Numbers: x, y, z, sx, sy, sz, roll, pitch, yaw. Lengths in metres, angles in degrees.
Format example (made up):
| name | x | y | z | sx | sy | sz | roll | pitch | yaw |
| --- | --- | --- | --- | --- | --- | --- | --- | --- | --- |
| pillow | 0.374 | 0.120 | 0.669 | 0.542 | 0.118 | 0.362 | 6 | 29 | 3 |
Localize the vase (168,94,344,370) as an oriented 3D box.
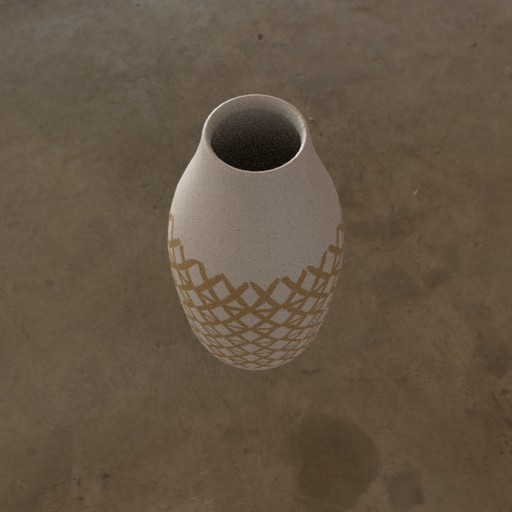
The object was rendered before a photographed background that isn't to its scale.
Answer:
| name | x | y | z | sx | sy | sz | roll | pitch | yaw |
| --- | --- | --- | --- | --- | --- | --- | --- | --- | --- |
| vase | 0.000 | 0.000 | 0.479 | 0.186 | 0.380 | 0.186 | 0 | 63 | 0 |
